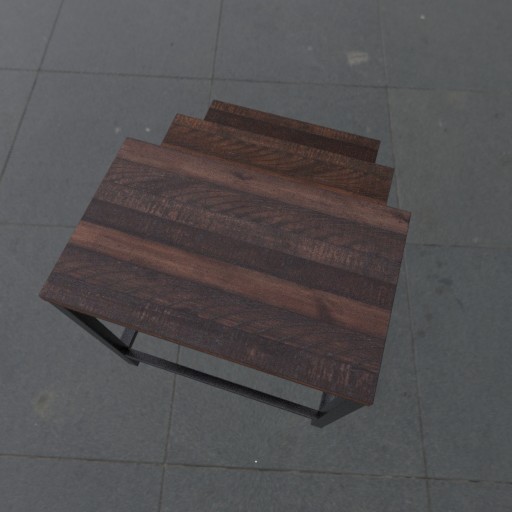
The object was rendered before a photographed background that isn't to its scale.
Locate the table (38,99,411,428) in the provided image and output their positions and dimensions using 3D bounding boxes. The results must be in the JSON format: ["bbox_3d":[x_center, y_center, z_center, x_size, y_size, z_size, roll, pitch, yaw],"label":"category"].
[{"bbox_3d":[0.000,0.000,1.164,0.608,0.616,0.660,16,66,7],"label":"table"}]
